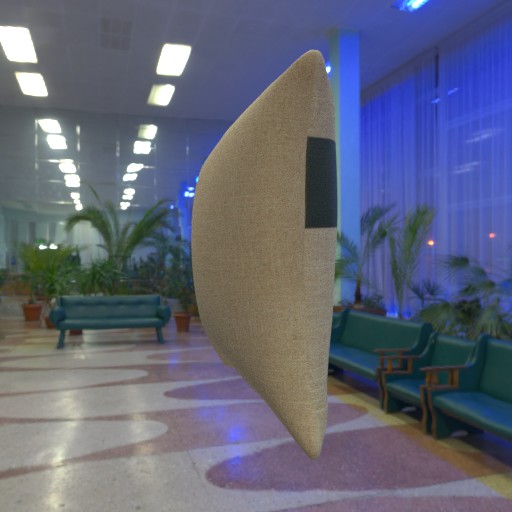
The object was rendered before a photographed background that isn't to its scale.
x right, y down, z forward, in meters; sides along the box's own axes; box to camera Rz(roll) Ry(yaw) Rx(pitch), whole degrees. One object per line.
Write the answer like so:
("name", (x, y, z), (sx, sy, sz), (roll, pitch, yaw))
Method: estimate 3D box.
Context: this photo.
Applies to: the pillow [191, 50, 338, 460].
("pillow", (0.000, 0.000, 0.622), (0.173, 0.399, 0.414), (0, 0, -16))
